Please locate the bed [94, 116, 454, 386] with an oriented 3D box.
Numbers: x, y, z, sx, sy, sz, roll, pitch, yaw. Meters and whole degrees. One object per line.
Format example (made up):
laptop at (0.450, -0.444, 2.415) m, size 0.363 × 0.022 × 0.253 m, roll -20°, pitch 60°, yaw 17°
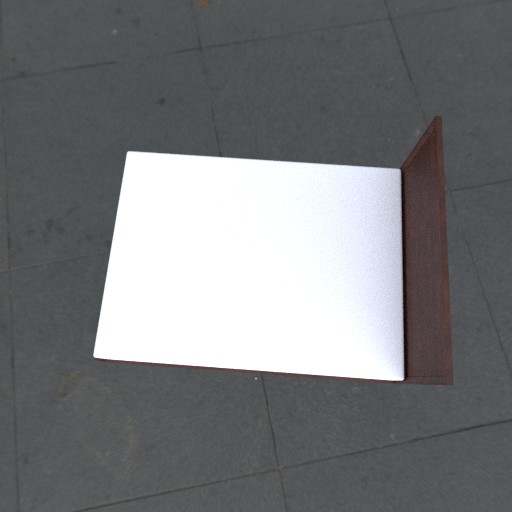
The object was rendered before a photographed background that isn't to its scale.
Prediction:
bed at (0.000, 0.000, 3.157) m, size 2.184 × 1.270 × 1.600 m, roll 4°, pitch 75°, yaw 1°
